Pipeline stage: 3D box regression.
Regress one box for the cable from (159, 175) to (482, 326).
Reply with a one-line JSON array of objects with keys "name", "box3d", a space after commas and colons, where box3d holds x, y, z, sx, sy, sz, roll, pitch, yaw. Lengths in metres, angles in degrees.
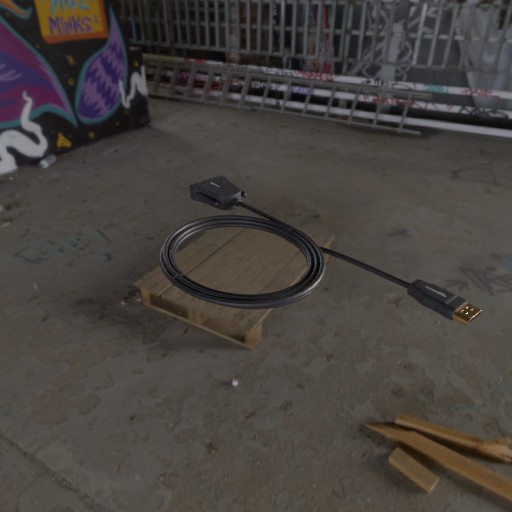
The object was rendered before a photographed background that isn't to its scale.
[{"name": "cable", "box3d": [0.000, 0.000, 0.333, 0.136, 0.015, 0.281, -23, 39, -33]}]
